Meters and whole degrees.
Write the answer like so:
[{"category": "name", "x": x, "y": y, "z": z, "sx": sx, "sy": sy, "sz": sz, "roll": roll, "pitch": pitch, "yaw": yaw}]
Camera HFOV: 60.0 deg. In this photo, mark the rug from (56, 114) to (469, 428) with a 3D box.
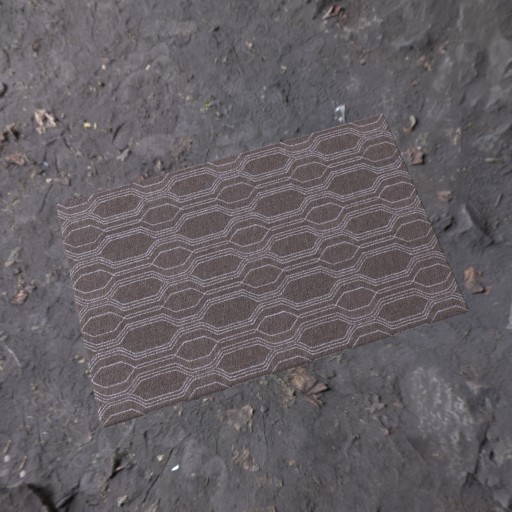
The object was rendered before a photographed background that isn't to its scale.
[{"category": "rug", "x": 0.000, "y": 0.000, "z": 3.007, "sx": 2.457, "sy": 0.012, "sz": 1.541, "roll": -17, "pitch": 75, "yaw": -4}]
